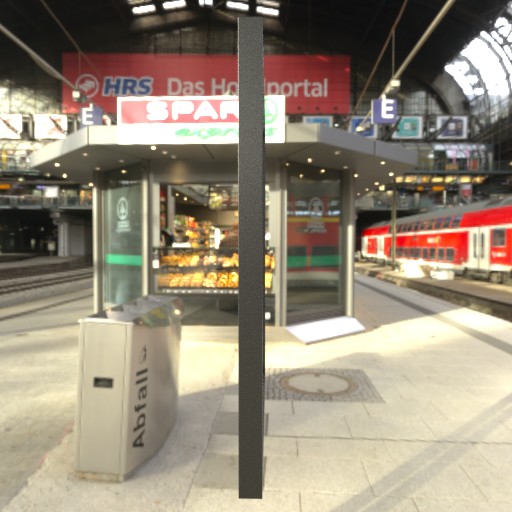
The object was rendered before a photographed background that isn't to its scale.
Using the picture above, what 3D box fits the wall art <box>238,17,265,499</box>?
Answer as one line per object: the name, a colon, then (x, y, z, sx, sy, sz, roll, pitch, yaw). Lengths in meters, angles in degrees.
wall art: (0.000, 0.000, 0.740, 0.028, 0.557, 0.457, 0, 2, 2)
